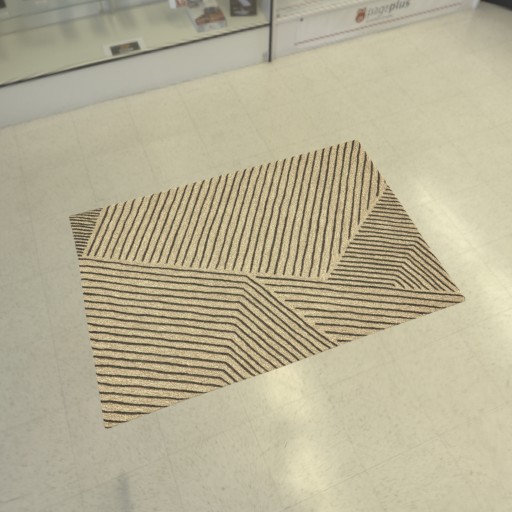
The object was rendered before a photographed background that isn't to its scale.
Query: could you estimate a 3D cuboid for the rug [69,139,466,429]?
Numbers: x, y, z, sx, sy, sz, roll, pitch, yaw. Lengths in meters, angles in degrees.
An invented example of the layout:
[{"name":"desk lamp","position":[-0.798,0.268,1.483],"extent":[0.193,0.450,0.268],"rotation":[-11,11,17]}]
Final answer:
[{"name":"rug","position":[0.000,0.000,2.401],"extent":[1.842,0.019,1.237],"rotation":[-17,59,-10]}]
